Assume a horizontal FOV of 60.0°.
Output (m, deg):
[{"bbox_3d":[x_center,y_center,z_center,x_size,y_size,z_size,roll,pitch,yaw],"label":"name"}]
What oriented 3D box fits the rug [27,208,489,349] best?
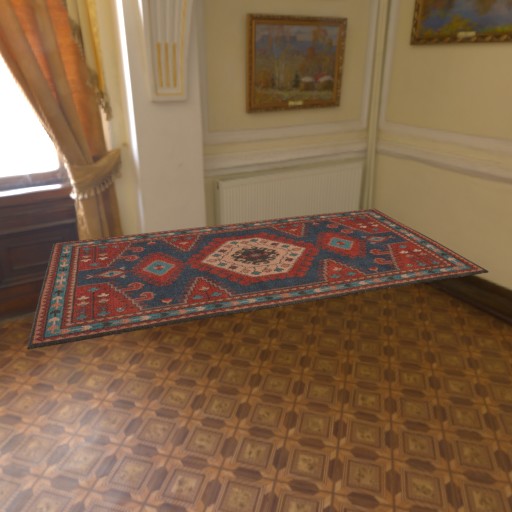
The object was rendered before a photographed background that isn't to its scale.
[{"bbox_3d":[0.000,0.000,3.425,3.032,0.034,1.522,-7,25,-16],"label":"rug"}]
